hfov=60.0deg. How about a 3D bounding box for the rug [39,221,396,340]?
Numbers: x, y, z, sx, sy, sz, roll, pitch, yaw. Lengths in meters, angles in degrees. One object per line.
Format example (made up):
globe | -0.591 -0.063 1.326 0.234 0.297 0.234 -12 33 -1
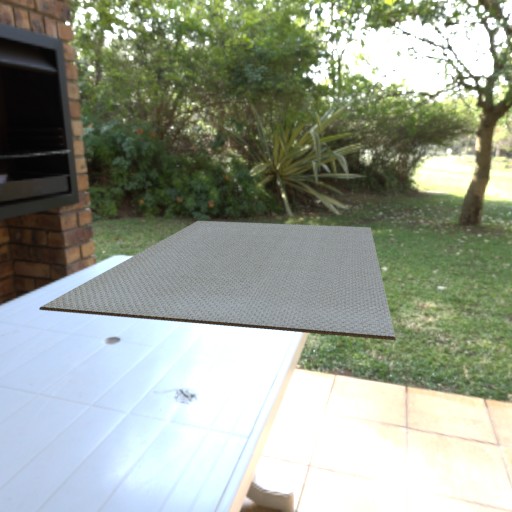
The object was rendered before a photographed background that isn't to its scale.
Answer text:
rug | 0.000 0.000 2.823 1.509 0.013 2.144 3 15 11
